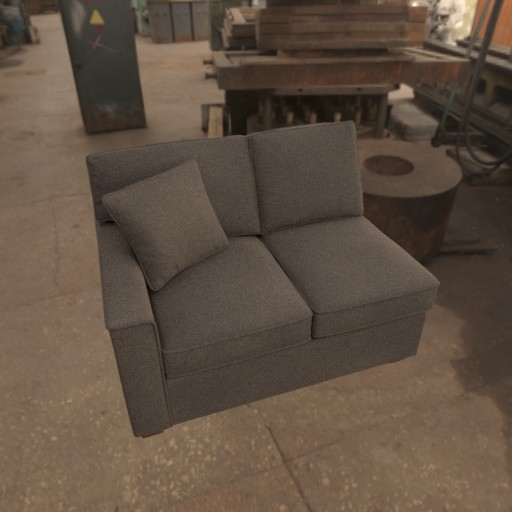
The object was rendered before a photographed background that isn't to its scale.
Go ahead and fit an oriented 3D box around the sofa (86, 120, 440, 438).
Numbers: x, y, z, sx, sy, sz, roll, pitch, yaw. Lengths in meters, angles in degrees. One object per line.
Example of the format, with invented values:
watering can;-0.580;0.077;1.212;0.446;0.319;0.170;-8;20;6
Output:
sofa;0.000;0.000;2.096;1.388;0.989;0.991;-11;34;-17
